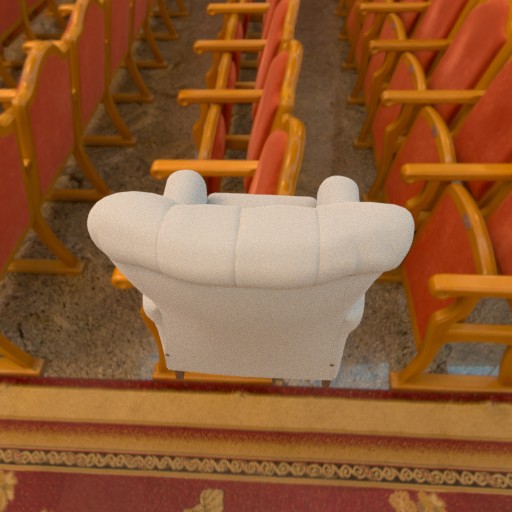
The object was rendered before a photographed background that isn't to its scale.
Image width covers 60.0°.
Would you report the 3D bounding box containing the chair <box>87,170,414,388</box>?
[{"bbox_3d":[0.000,0.000,2.072,1.090,1.217,1.128,3,48,2],"label":"chair"}]
